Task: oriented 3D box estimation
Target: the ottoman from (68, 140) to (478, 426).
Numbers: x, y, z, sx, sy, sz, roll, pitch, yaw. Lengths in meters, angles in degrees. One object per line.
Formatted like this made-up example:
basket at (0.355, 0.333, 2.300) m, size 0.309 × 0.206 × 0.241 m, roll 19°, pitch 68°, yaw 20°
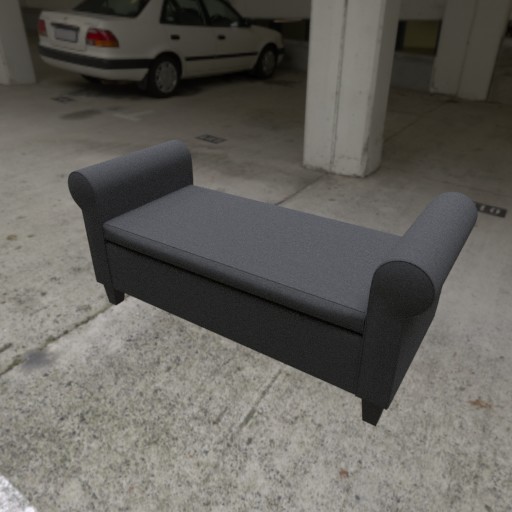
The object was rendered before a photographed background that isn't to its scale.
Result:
ottoman at (0.000, 0.000, 1.543) m, size 1.256 × 0.547 × 0.521 m, roll 18°, pitch 34°, yaw 29°
